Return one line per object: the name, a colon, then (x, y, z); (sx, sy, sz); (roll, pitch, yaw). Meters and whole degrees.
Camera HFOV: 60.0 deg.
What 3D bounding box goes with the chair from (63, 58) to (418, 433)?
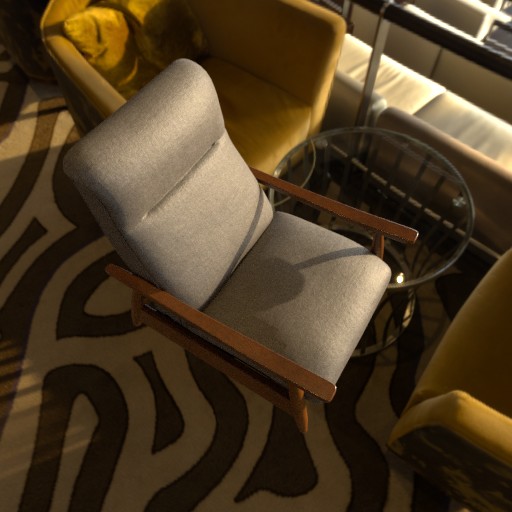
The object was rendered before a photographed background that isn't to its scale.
chair: (0.000, 0.000, 1.752); (1.014, 1.081, 0.762); (28, 62, 17)
